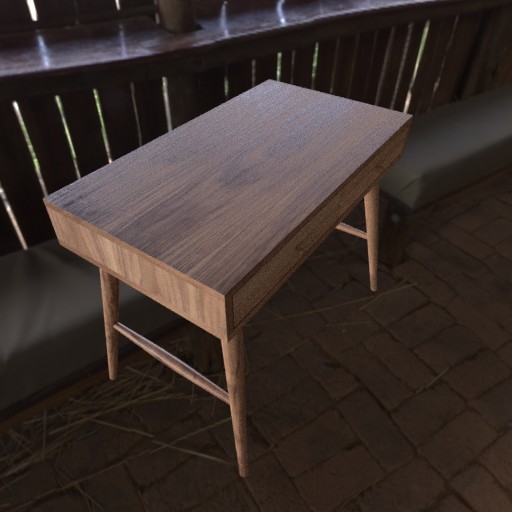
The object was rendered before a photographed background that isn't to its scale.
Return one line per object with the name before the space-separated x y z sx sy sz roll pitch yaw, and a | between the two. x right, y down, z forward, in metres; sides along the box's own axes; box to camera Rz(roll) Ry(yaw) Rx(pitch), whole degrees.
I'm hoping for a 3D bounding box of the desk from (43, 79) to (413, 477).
desk | 0.000 0.000 1.458 0.588 0.758 0.949 25 47 26
